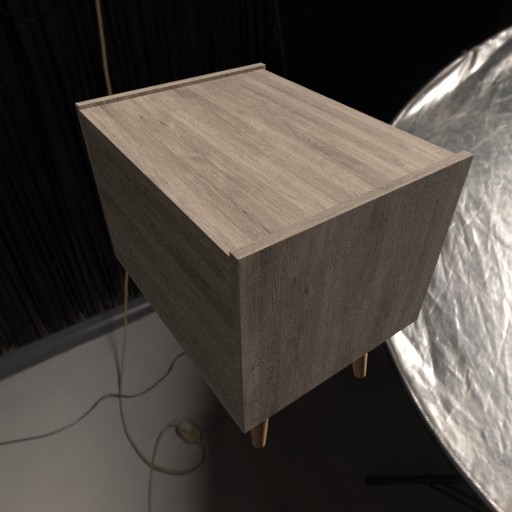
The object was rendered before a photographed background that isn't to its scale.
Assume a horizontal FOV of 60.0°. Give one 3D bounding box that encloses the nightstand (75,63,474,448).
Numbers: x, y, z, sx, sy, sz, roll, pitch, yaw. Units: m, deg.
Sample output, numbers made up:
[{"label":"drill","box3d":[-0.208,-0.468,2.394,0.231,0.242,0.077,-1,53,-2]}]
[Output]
[{"label":"nightstand","box3d":[0.000,0.000,0.812,0.380,0.500,0.480,-24,46,-26]}]
